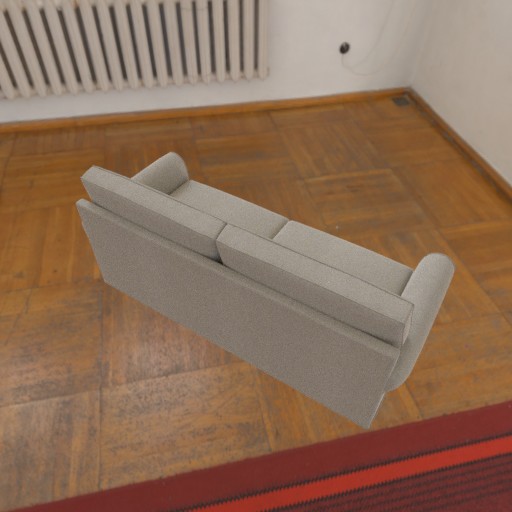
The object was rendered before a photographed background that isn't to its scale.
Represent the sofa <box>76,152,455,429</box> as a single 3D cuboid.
[{"bbox_3d":[0.000,0.000,2.736,2.146,0.962,0.901,24,50,22],"label":"sofa"}]
